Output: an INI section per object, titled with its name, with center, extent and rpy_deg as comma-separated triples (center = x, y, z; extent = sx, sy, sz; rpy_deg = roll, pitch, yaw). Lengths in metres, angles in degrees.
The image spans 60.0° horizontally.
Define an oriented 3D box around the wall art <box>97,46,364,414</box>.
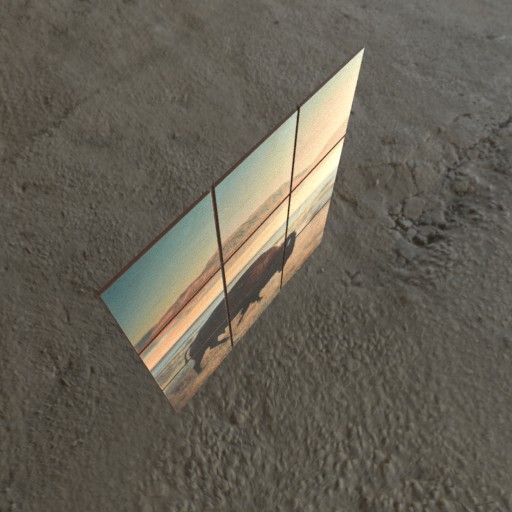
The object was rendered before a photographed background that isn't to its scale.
[wall art]
center = 0.000, 0.000, 1.810
extent = 0.019, 1.218, 1.221
rpy_deg = 33, 64, 19
